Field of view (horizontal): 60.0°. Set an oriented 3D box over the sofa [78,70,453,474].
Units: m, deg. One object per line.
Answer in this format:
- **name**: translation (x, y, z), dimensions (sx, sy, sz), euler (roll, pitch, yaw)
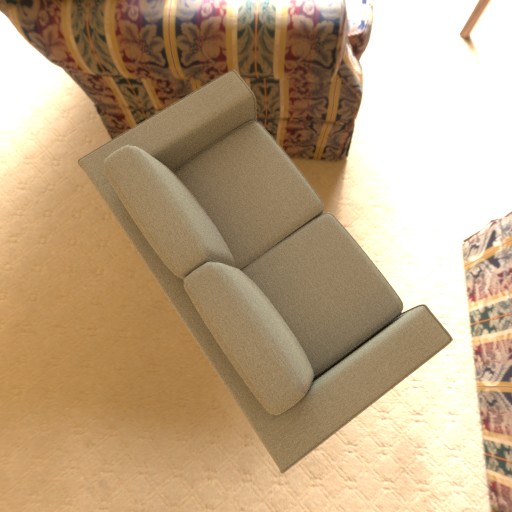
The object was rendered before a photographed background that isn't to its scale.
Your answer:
- **sofa**: translation (0.000, 0.000, 2.367), dimensions (1.007, 0.924, 1.812), euler (-34, 77, -9)
